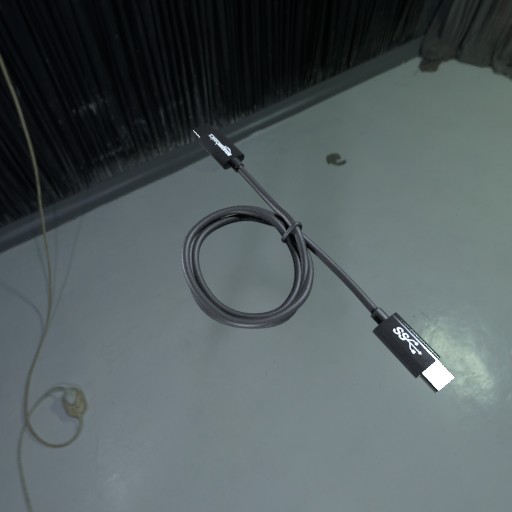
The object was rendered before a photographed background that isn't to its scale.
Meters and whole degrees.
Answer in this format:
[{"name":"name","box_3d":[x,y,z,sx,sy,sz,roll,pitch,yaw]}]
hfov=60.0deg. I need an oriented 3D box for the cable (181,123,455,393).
[{"name":"cable","box_3d":[0.000,0.000,0.208,0.070,0.014,0.186,-32,63,-19]}]
